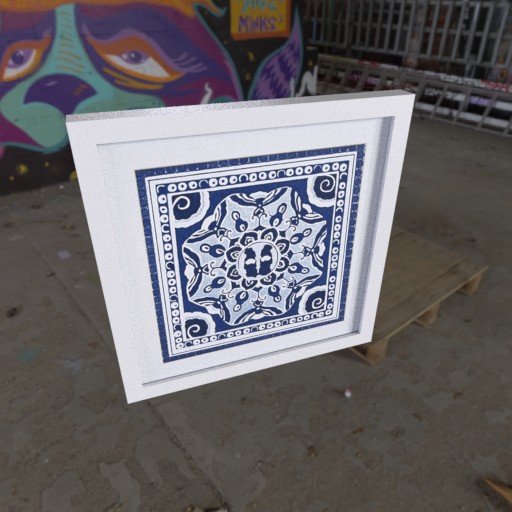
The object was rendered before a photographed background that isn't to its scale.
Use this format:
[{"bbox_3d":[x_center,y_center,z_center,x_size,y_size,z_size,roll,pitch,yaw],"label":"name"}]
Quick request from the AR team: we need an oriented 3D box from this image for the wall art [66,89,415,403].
[{"bbox_3d":[0.000,0.000,0.533,0.355,0.355,0.027,-10,33,-16],"label":"wall art"}]
